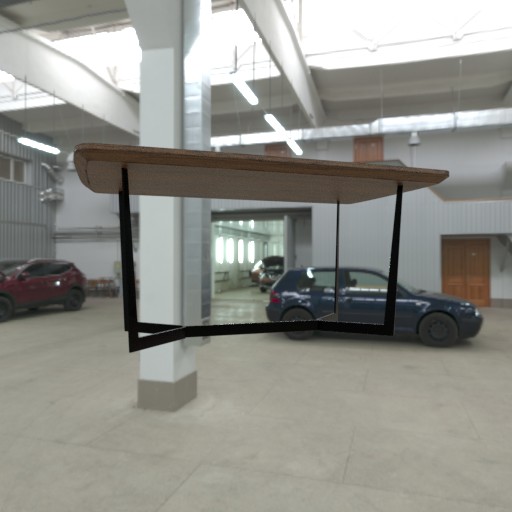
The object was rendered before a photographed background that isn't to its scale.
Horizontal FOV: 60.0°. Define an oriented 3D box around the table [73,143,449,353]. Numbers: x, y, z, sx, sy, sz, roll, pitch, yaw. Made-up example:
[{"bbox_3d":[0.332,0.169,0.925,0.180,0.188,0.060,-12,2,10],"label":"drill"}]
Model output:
[{"bbox_3d":[0.000,0.000,2.188,1.643,0.765,0.949,0,0,-18],"label":"table"}]
